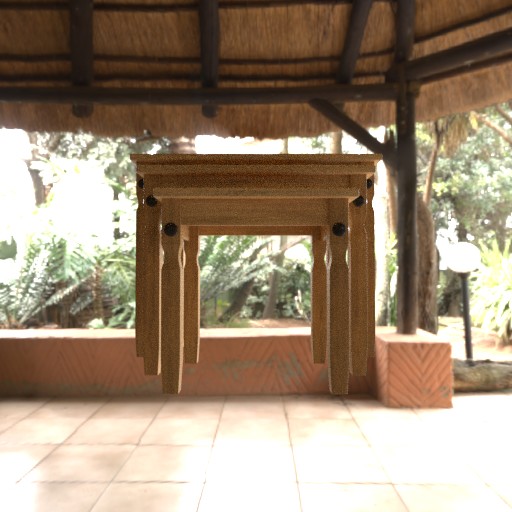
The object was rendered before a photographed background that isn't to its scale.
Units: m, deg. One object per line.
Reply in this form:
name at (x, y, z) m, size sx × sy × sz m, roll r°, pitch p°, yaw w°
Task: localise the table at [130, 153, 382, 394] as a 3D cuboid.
table at (0.000, 0.000, 1.201) m, size 0.660 × 0.535 × 0.773 m, roll 0°, pitch -1°, yaw 0°
